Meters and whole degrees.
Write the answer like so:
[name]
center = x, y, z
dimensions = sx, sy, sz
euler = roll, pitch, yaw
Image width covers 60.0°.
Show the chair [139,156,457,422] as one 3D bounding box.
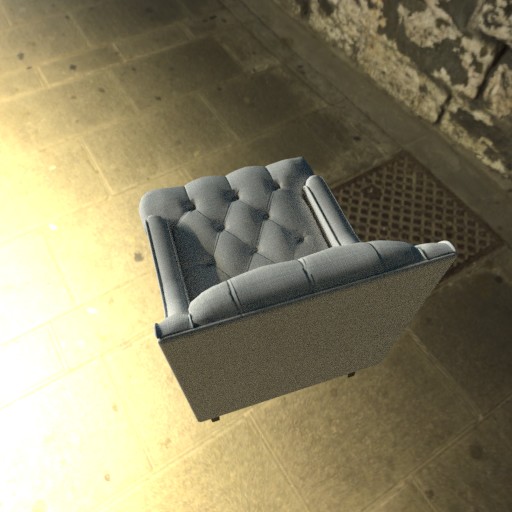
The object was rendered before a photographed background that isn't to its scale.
[chair]
center = 0.000, 0.000, 1.415
dimensions = 0.658, 0.891, 0.772
euler = -15, 59, -9
